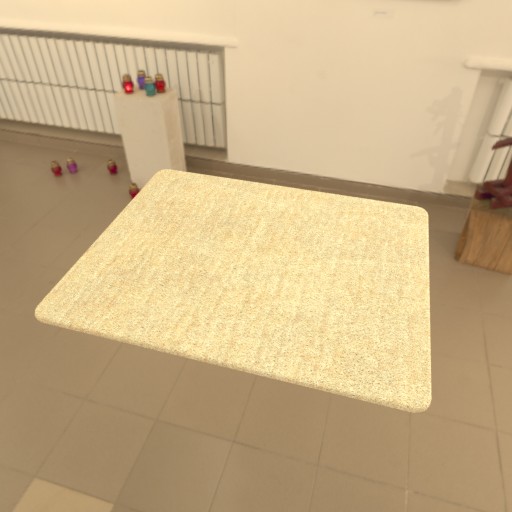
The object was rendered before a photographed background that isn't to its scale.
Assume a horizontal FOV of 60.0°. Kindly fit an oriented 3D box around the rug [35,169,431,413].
[{"bbox_3d":[0.000,0.000,3.370,2.528,0.048,2.009,10,42,12],"label":"rug"}]
